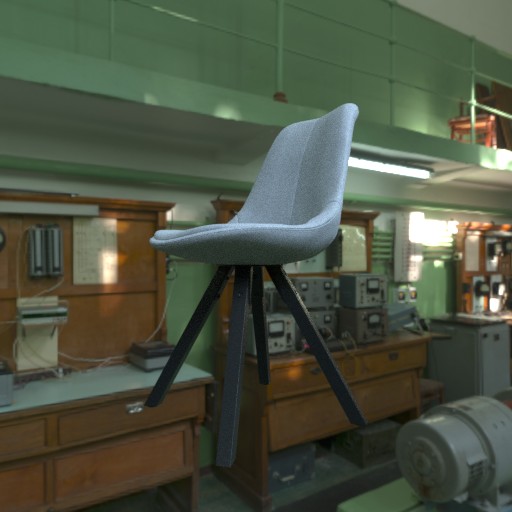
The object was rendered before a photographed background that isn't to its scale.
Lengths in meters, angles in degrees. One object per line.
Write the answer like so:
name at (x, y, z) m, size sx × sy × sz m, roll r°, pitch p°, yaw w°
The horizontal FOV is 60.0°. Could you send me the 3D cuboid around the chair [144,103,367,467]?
chair at (0.000, 0.000, 1.203) m, size 0.550 × 0.850 × 0.485 m, roll 0°, pitch 0°, yaw -34°
